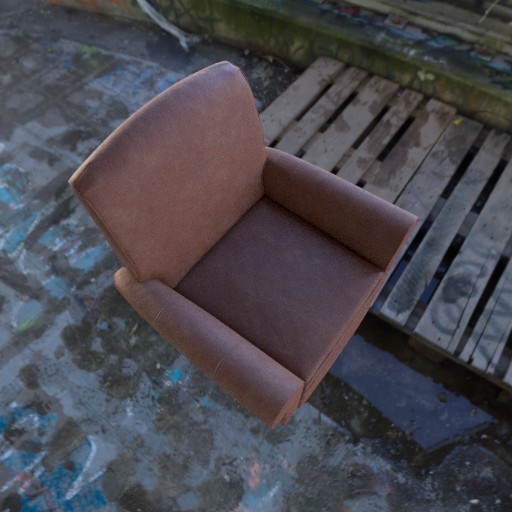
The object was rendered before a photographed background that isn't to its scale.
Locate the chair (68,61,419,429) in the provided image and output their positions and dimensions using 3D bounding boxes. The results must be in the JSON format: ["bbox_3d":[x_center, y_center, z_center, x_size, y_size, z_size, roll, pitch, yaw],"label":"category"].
[{"bbox_3d":[0.000,0.000,1.737,0.902,1.061,0.978,33,64,18],"label":"chair"}]
